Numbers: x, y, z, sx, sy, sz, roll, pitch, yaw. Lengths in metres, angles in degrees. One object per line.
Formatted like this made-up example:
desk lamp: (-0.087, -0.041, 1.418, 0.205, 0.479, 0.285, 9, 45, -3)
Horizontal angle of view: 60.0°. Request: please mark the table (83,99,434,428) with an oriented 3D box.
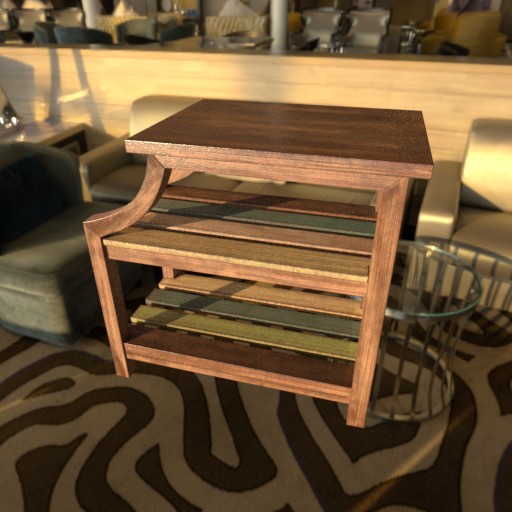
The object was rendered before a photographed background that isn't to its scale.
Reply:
table: (0.000, 0.000, 0.978, 0.609, 0.584, 0.356, 8, 31, 13)
